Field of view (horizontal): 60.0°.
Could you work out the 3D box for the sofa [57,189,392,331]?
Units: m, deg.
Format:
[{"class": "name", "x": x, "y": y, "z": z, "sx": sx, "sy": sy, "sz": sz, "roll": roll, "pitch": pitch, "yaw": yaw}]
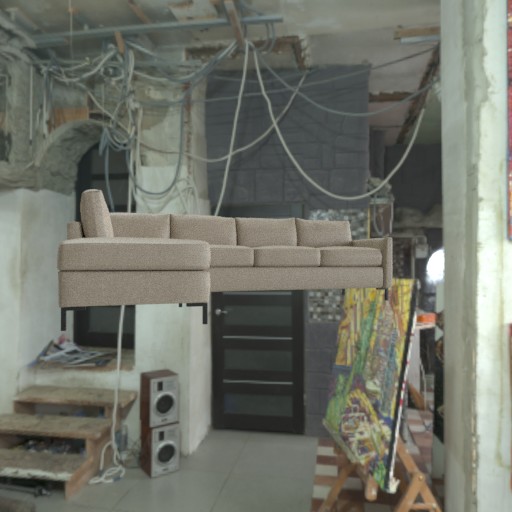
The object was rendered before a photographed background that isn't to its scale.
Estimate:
[{"class": "sofa", "x": 0.000, "y": 0.000, "z": 3.092, "sx": 2.423, "sy": 0.703, "sz": 1.617, "roll": 0, "pitch": -1, "yaw": -19}]
